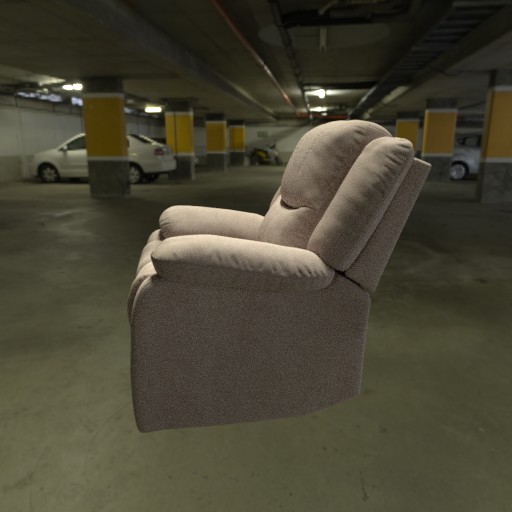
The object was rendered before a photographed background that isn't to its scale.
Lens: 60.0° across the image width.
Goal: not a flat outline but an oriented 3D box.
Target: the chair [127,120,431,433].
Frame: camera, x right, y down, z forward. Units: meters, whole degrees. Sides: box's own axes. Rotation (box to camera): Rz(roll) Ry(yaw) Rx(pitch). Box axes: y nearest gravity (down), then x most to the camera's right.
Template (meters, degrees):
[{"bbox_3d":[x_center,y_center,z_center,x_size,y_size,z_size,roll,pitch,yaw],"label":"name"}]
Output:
[{"bbox_3d":[0.000,0.000,1.716,0.944,1.008,0.899,-2,14,-10],"label":"chair"}]
